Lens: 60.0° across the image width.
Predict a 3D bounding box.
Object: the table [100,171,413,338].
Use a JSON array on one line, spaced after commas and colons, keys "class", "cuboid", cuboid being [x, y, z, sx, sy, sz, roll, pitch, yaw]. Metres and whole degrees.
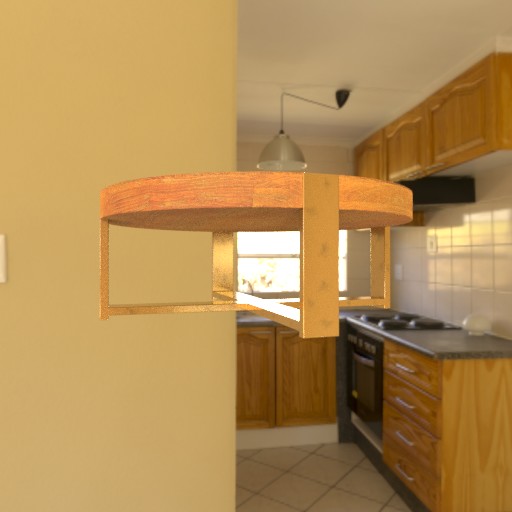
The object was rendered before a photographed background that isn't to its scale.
[{"class": "table", "cuboid": [0.000, 0.000, 1.658, 1.100, 0.420, 1.100, 0, 0, 0]}]
